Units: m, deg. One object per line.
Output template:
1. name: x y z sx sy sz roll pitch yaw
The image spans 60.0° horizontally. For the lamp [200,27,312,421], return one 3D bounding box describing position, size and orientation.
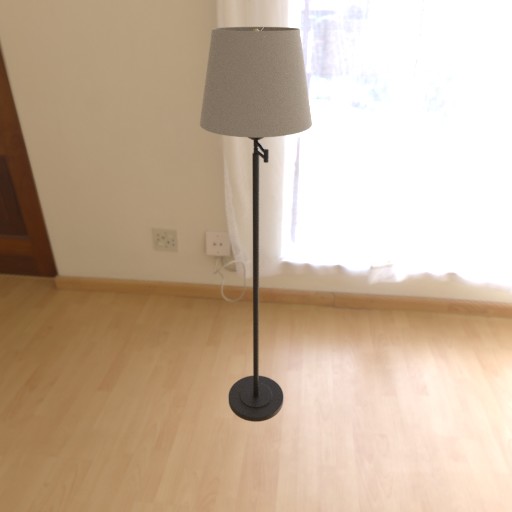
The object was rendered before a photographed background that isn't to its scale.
1. lamp: 0.000 0.000 1.613 0.348 1.473 0.348 -9 31 -16
